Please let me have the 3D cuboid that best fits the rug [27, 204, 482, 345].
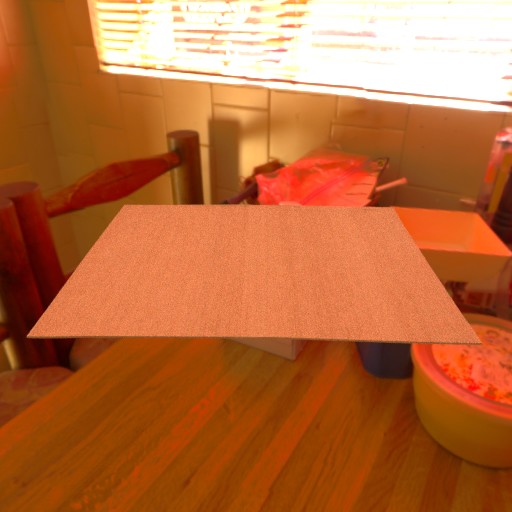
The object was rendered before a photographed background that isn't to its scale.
[{"bbox_3d":[0.000,0.000,4.161,3.202,0.045,2.434,1,29,1],"label":"rug"}]
